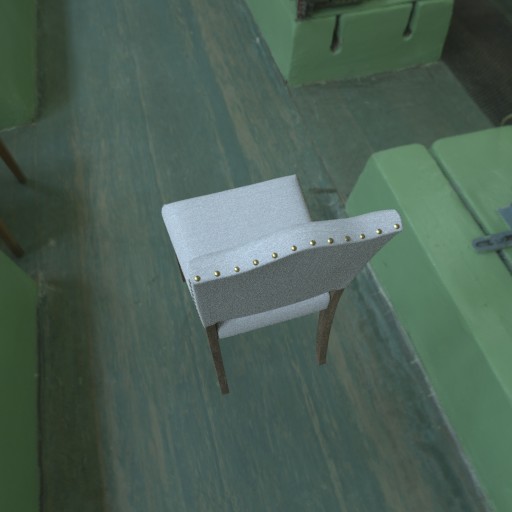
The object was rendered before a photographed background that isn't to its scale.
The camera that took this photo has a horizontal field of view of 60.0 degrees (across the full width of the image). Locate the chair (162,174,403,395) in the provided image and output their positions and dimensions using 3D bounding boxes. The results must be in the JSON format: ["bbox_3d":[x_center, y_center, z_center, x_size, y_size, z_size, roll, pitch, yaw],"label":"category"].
[{"bbox_3d":[0.000,0.000,1.389,0.508,1.020,0.620,-14,59,-9],"label":"chair"}]
